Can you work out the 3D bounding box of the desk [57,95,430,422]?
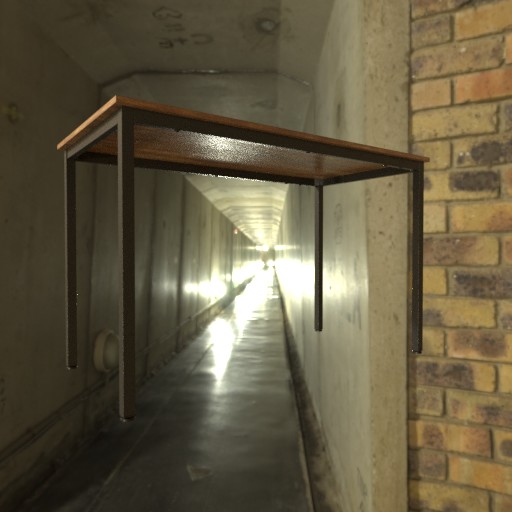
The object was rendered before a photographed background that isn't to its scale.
[{"bbox_3d":[0.000,0.000,1.590,1.200,0.749,0.600,-1,1,-36],"label":"desk"}]
